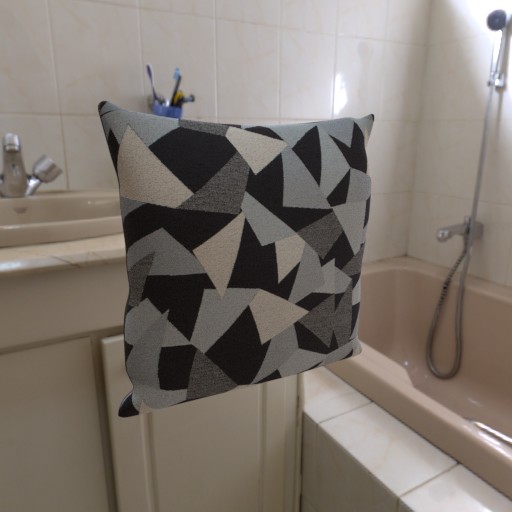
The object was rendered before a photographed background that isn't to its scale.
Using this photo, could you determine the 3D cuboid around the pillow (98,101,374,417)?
[{"bbox_3d":[0.000,0.000,0.770,0.503,0.496,0.208,-8,17,-26],"label":"pillow"}]
